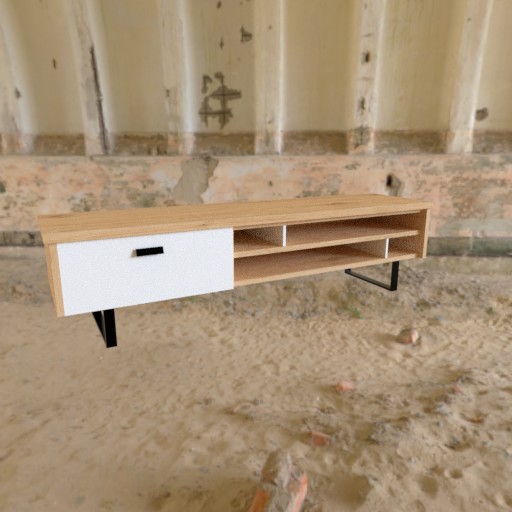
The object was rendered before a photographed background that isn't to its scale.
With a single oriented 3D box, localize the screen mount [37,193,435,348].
[{"bbox_3d":[0.000,0.000,1.976,1.700,0.430,0.450,-7,16,-27],"label":"screen mount"}]
